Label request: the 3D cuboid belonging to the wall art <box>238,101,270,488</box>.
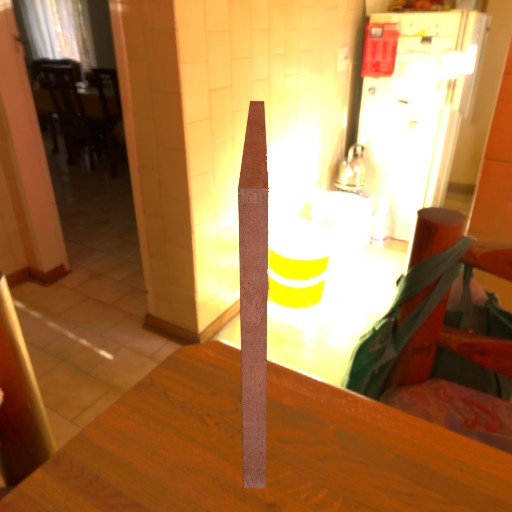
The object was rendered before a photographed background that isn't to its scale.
[{"bbox_3d":[0.000,0.000,1.788,0.070,1.009,1.320,0,27,0],"label":"wall art"}]
